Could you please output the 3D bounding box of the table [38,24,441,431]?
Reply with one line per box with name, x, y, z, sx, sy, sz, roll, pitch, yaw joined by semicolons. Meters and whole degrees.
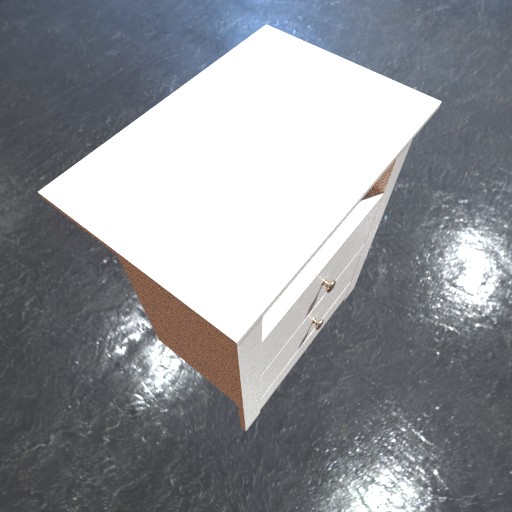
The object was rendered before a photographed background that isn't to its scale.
table;0.000;0.000;1.052;0.406;0.711;0.589;34;64;19
